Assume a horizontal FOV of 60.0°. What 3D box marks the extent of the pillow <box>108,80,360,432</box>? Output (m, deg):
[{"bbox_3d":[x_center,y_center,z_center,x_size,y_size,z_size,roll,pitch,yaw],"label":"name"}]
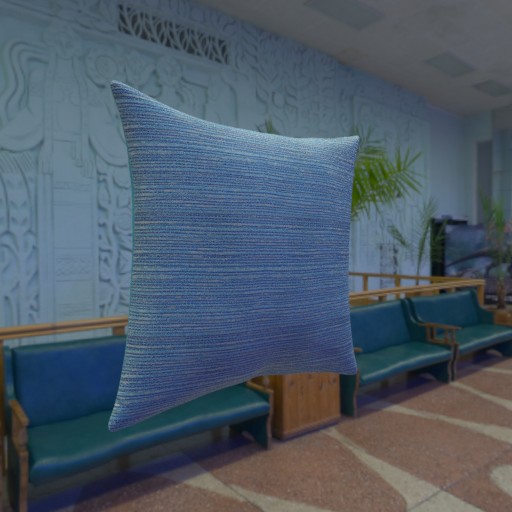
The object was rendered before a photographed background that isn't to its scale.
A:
[{"bbox_3d":[0.000,0.000,0.770,0.514,0.497,0.150,-1,2,-36],"label":"pillow"}]
